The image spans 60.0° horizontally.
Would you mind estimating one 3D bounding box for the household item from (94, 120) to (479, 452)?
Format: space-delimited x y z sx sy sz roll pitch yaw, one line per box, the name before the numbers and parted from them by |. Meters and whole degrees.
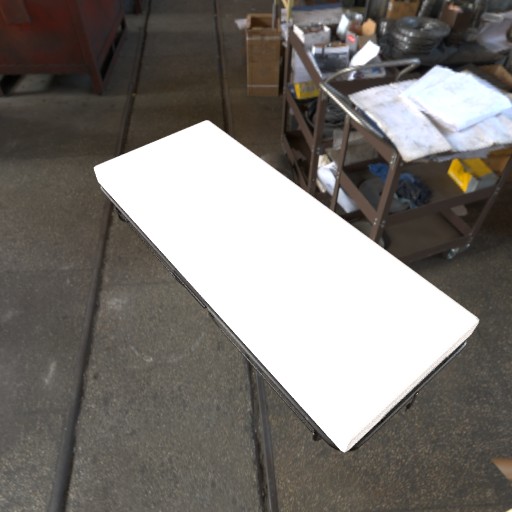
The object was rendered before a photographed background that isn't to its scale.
household item | 0.000 0.000 2.173 0.787 0.356 1.905 -31 55 -25
